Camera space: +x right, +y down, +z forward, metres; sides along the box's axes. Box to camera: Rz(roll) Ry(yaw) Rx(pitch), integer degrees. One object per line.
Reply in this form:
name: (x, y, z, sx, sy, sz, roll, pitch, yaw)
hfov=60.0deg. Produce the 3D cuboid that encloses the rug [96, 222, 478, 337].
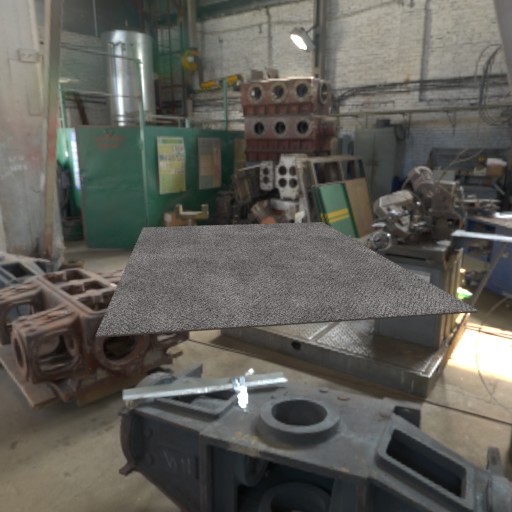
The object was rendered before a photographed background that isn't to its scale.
rug: (0.000, 0.000, 2.870, 1.600, 0.008, 2.235, -2, 15, -9)
